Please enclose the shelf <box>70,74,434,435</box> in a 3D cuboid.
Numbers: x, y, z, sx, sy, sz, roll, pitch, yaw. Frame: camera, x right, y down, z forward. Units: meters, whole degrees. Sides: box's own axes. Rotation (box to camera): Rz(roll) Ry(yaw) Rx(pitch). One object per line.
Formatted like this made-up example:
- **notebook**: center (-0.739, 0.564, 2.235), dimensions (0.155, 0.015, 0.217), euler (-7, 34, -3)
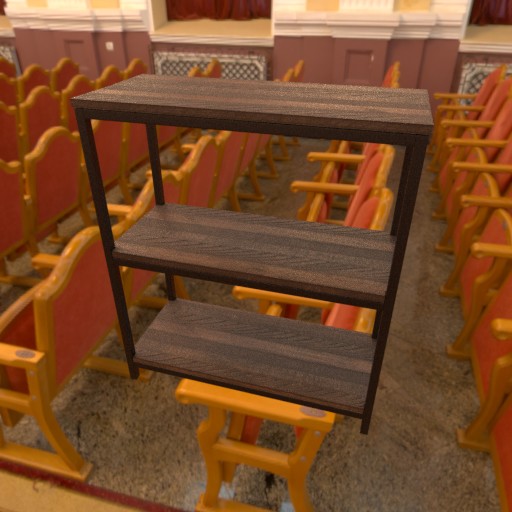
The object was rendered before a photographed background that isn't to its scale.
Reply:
- **shelf**: center (0.000, 0.000, 1.351), dimensions (0.822, 0.947, 0.352), euler (9, 33, 14)
